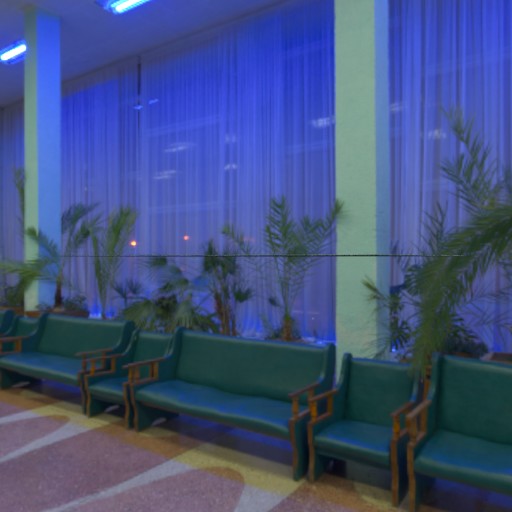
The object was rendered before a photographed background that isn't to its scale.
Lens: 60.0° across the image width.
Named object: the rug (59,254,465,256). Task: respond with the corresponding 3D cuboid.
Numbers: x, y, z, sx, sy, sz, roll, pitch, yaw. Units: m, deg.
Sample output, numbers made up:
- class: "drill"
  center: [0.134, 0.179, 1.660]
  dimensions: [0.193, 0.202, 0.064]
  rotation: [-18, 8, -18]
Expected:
- class: "rug"
  center: [0.000, 0.000, 4.326]
  dimensions: [3.371, 0.008, 2.190]
  rotation: [0, 0, 37]
